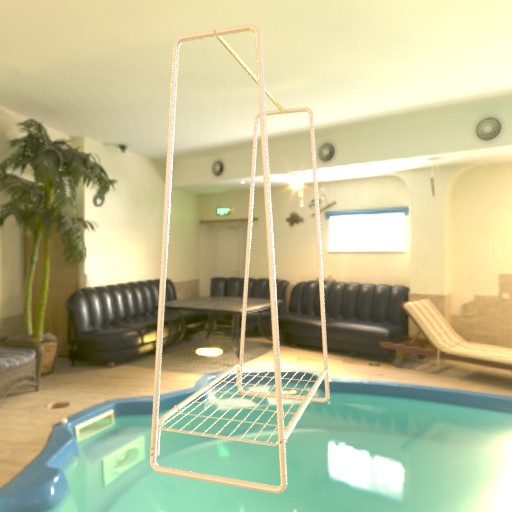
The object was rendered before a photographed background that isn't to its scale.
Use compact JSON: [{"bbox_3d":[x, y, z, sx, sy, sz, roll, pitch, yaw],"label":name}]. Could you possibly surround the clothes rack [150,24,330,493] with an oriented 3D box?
[{"bbox_3d":[0.000,0.000,1.888,0.495,1.500,0.900,0,1,18],"label":"clothes rack"}]
